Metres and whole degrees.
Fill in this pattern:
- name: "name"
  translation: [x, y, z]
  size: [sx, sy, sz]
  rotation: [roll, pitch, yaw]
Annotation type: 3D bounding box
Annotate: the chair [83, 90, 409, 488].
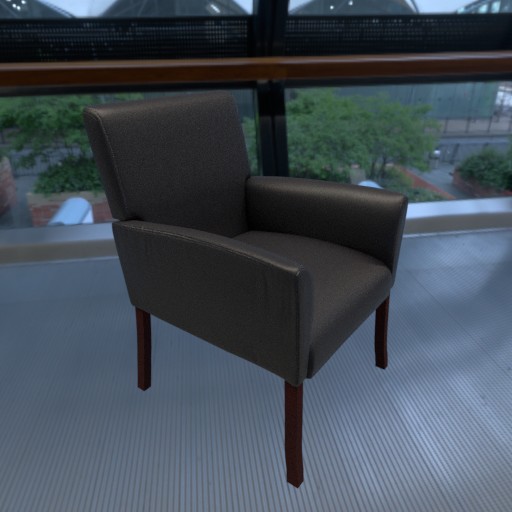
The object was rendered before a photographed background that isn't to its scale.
- name: "chair"
  translation: [0.000, 0.000, 1.459]
  size: [0.772, 0.951, 0.683]
  rotation: [18, 31, 33]
